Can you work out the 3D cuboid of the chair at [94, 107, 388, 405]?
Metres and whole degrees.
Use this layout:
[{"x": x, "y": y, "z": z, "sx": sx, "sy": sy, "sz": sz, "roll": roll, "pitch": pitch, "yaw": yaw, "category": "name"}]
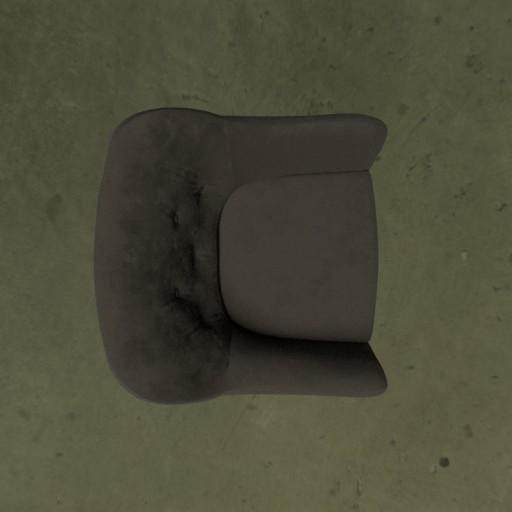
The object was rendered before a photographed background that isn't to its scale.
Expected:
[{"x": 0.000, "y": 0.000, "z": 1.487, "sx": 0.819, "sy": 0.807, "sz": 0.840, "roll": 0, "pitch": 90, "yaw": -1, "category": "chair"}]
